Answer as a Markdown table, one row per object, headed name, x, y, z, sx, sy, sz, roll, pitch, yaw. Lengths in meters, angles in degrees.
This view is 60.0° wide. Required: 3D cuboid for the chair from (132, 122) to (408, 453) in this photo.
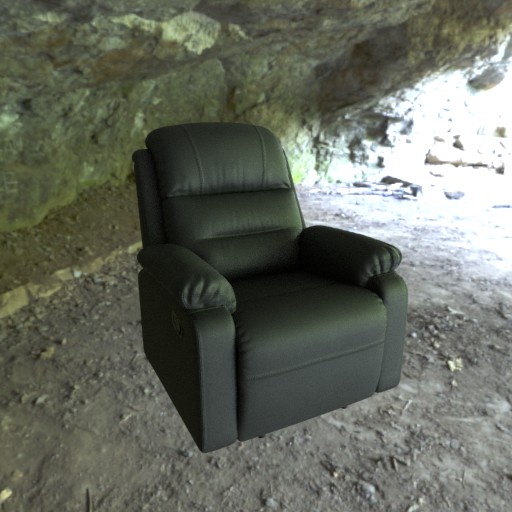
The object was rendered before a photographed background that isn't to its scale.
| name | x | y | z | sx | sy | sz | roll | pitch | yaw |
| --- | --- | --- | --- | --- | --- | --- | --- | --- | --- |
| chair | 0.000 | 0.000 | 1.708 | 0.855 | 0.992 | 0.919 | -8 | 18 | -26 |
